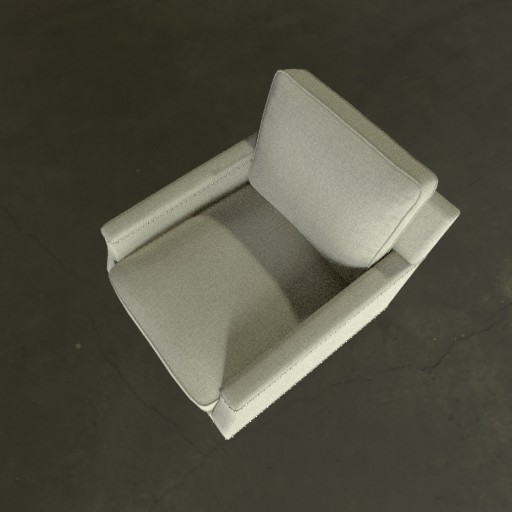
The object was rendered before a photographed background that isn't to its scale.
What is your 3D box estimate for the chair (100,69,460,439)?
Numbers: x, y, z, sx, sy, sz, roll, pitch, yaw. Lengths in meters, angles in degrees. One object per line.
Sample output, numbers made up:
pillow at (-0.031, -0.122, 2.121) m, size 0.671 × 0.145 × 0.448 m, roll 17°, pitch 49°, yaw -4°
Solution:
chair at (0.000, 0.000, 1.707) m, size 1.014 × 0.943 × 0.853 m, roll -35°, pitch 67°, yaw -17°
